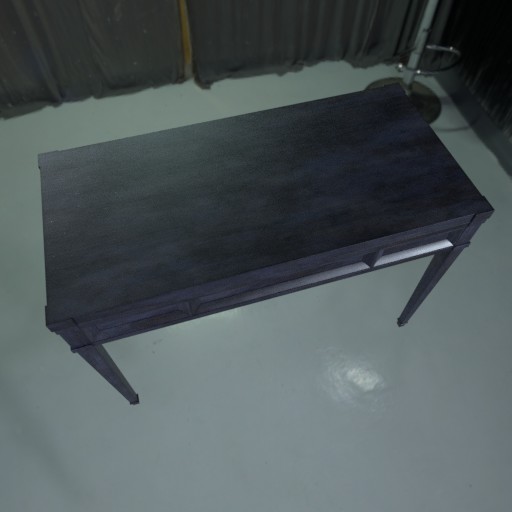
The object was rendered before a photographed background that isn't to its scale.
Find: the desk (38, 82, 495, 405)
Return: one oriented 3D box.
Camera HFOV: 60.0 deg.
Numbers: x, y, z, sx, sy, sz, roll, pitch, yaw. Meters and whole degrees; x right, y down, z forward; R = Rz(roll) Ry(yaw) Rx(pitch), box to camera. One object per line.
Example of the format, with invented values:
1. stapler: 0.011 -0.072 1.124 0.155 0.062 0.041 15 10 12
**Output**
1. desk: 0.000 0.000 1.735 1.289 0.861 0.630 -14 58 -9
